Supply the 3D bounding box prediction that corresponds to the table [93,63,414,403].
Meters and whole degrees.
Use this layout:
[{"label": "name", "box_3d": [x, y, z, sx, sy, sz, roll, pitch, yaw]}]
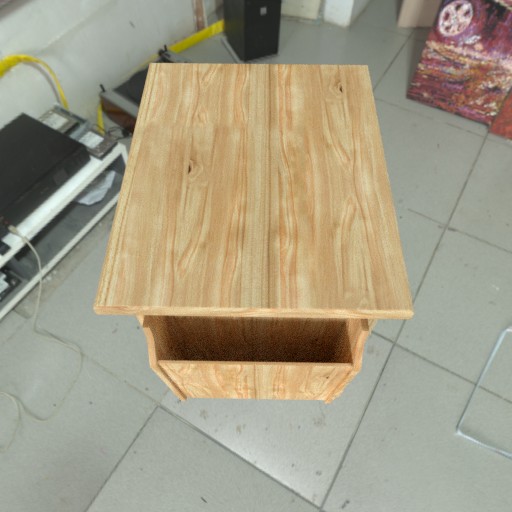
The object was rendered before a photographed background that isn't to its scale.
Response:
[{"label": "table", "box_3d": [0.000, 0.000, 0.864, 0.380, 0.515, 0.530, 1, 58, 1]}]
